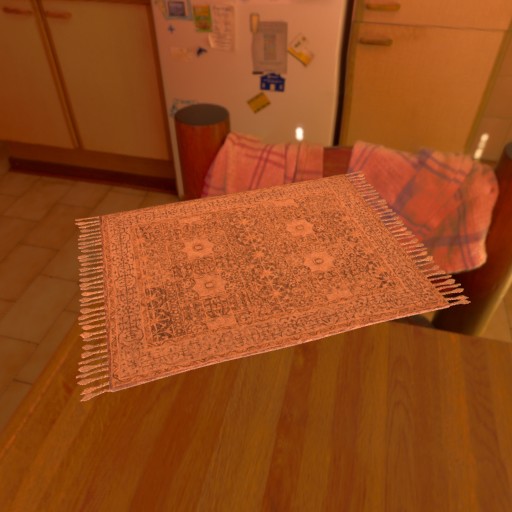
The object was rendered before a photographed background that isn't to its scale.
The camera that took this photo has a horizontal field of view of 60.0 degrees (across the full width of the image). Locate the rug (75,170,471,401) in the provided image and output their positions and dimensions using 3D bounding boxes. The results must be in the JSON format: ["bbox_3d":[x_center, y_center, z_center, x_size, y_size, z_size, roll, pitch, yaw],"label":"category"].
[{"bbox_3d":[0.000,0.000,3.143,2.465,0.023,1.619,-11,44,-12],"label":"rug"}]
